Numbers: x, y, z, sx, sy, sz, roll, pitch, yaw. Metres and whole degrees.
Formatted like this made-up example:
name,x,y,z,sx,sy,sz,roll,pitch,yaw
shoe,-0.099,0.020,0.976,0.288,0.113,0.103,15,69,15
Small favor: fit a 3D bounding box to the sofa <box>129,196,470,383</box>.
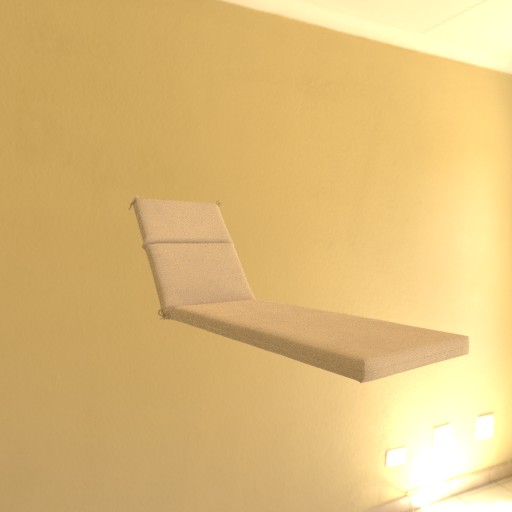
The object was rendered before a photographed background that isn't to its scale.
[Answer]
name,x,y,z,sx,sy,sz,roll,pitch,yaw
sofa,0.000,0.000,1.937,0.582,0.622,1.663,-1,2,-36
